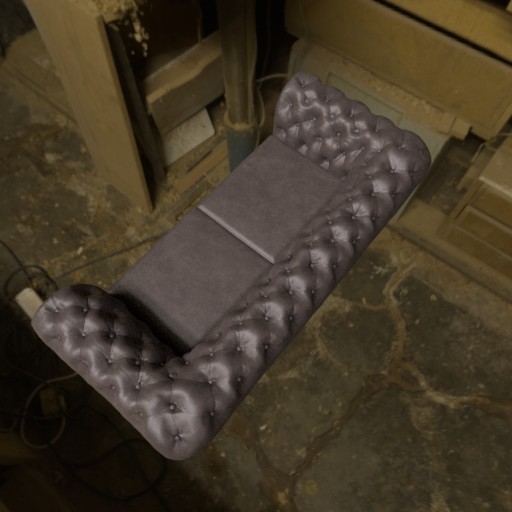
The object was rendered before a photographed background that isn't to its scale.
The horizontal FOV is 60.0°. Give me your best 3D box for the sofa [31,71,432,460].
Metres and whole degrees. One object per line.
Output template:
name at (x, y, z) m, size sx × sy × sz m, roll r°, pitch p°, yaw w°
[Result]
sofa at (0.000, 0.000, 2.434) m, size 0.944 × 0.779 × 2.048 m, roll 37°, pitch 70°, yaw 16°
